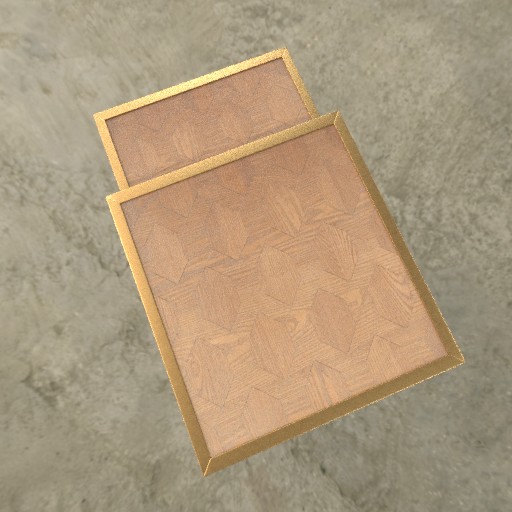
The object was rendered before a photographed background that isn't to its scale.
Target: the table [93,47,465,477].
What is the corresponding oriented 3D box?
[{"bbox_3d":[0.000,0.000,1.100,0.505,0.505,0.762,-22,78,-5],"label":"table"}]
